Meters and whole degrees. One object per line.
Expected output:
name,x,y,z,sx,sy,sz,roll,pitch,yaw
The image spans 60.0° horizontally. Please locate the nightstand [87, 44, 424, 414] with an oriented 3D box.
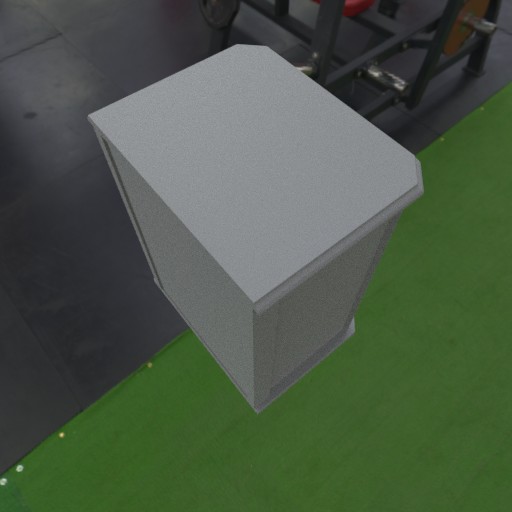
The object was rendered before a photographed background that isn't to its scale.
nightstand,0.000,0.000,0.971,0.350,0.680,0.450,-34,64,-19
